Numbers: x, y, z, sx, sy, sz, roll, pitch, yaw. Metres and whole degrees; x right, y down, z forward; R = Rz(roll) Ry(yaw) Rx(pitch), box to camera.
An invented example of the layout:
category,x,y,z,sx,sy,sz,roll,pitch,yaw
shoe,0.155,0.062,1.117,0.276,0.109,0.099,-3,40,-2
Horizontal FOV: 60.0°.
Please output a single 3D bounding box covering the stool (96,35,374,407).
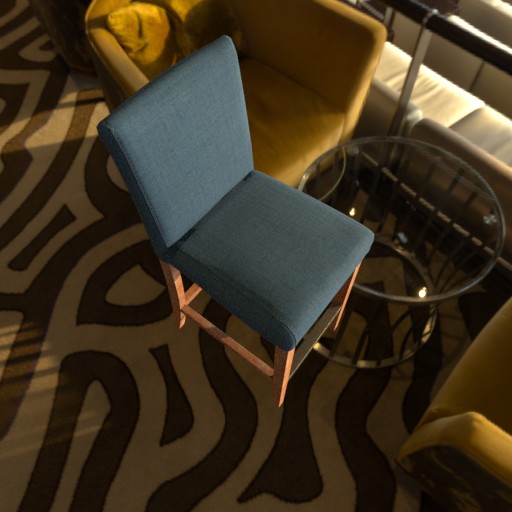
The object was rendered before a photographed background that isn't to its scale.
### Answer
category,x,y,z,sx,sy,sz,roll,pitch,yaw
stool,0.000,0.000,1.403,0.574,1.088,0.454,33,63,19
